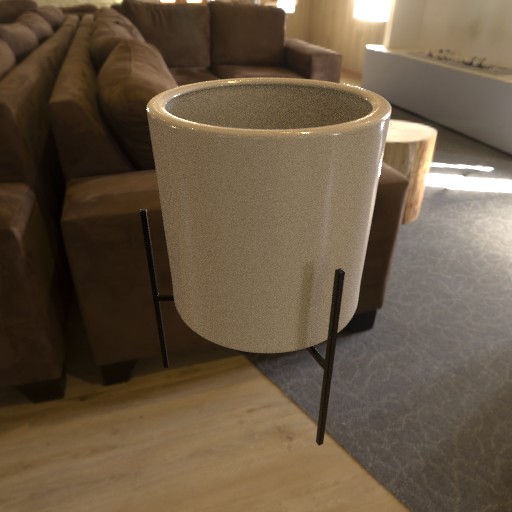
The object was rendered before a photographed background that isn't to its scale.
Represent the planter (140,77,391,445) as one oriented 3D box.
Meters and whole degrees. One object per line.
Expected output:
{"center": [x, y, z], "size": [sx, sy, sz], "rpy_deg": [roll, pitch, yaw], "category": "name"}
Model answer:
{"center": [0.000, 0.000, 0.629], "size": [0.308, 0.431, 0.307], "rpy_deg": [-1, 32, -1], "category": "planter"}
